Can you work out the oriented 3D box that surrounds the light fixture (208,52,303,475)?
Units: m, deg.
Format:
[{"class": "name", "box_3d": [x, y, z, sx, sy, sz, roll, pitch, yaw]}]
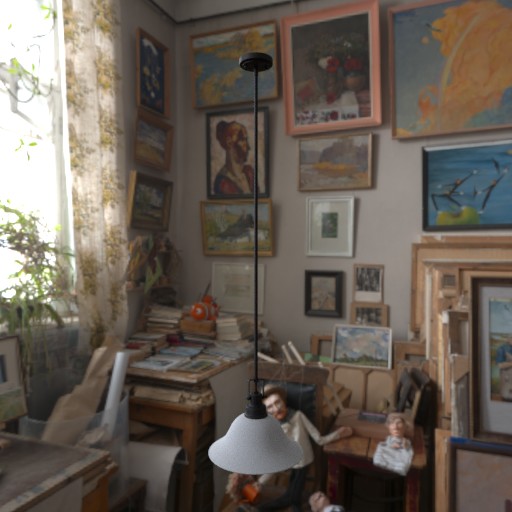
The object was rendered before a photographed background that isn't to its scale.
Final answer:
[{"class": "light fixture", "box_3d": [0.000, 0.000, 1.513, 0.324, 1.337, 0.324, 0, 0, -17]}]
